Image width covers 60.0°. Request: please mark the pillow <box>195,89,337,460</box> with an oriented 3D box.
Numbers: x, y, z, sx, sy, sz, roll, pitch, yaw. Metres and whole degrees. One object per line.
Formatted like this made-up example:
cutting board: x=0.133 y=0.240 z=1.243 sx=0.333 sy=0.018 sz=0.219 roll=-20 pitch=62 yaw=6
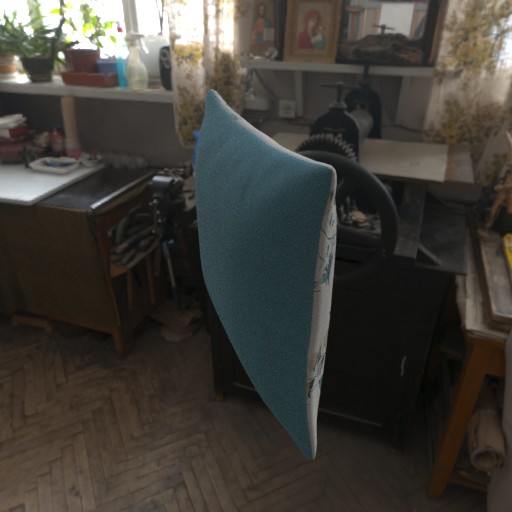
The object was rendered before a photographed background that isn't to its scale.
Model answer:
pillow: x=0.000 y=0.000 z=0.822 sx=0.166 sy=0.507 sz=0.526 roll=-10 pitch=32 yaw=-17
